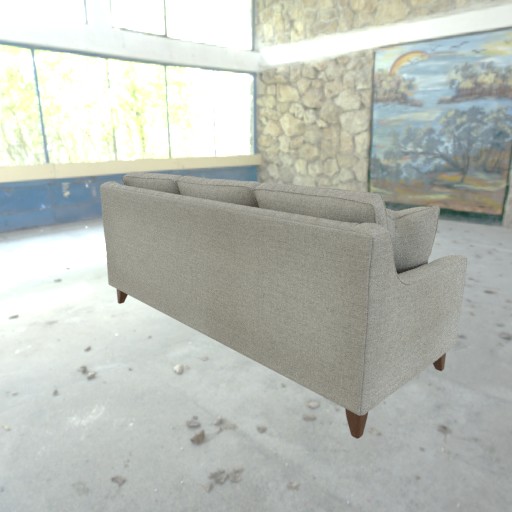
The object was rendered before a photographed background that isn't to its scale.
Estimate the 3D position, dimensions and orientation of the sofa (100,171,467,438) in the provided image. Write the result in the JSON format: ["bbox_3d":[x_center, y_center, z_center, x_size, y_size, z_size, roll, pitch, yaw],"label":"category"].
[{"bbox_3d":[0.000,0.000,2.499,0.865,0.914,2.031,-14,21,-41],"label":"sofa"}]
